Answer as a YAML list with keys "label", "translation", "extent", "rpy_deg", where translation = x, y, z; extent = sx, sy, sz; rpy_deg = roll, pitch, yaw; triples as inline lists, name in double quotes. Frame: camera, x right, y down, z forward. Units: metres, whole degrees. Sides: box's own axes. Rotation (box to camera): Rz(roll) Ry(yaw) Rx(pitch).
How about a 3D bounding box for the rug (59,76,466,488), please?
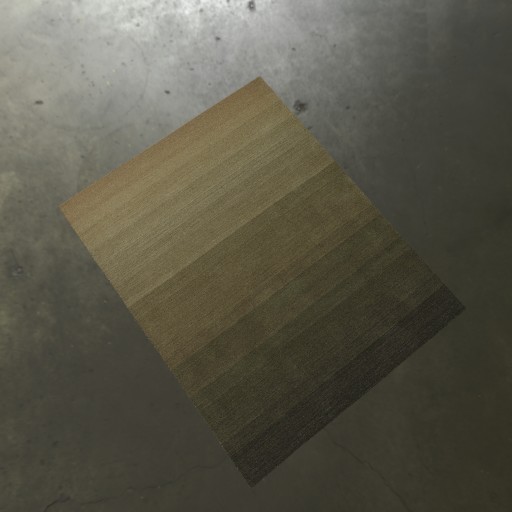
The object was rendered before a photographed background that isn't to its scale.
- label: "rug"
  translation: [0.000, 0.000, 3.923]
  extent: [2.315, 0.015, 2.932]
  rpy_deg: [-36, 78, -9]
